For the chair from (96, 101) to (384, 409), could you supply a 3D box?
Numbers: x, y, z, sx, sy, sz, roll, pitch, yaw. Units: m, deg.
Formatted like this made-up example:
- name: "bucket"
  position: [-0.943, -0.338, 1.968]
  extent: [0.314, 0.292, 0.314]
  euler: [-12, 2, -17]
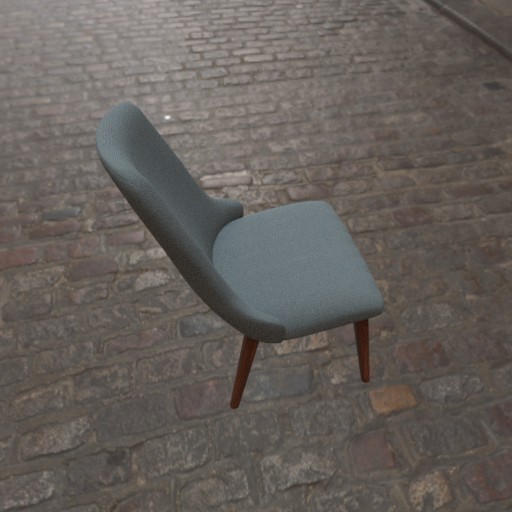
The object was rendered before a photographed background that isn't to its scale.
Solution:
- name: "chair"
  position: [0.000, 0.000, 1.332]
  extent: [0.707, 0.918, 0.535]
  euler: [-9, 47, -9]
